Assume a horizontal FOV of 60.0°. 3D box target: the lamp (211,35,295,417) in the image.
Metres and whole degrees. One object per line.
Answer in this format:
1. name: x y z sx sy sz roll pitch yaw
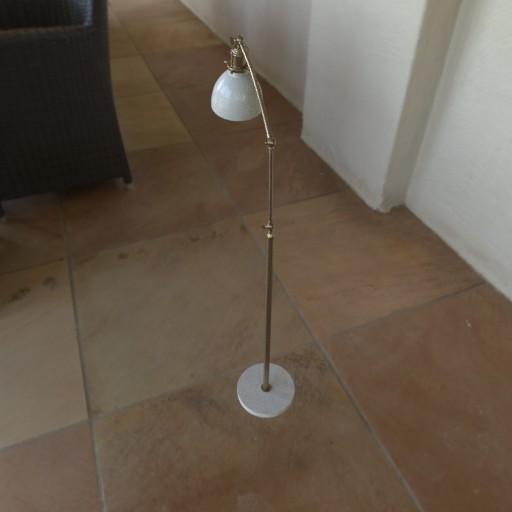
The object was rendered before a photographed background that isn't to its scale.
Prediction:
1. lamp: 0.000 0.000 1.808 0.288 1.586 0.599 -13 44 -14
